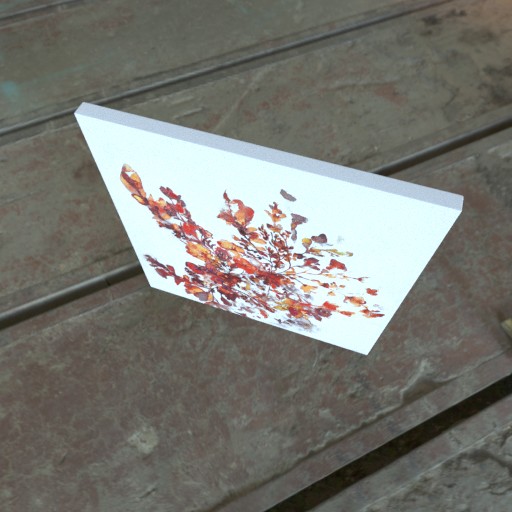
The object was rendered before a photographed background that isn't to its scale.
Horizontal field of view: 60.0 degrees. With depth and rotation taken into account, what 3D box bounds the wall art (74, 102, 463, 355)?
[{"bbox_3d":[0.000,0.000,1.154,0.757,0.757,0.037,16,60,10],"label":"wall art"}]
